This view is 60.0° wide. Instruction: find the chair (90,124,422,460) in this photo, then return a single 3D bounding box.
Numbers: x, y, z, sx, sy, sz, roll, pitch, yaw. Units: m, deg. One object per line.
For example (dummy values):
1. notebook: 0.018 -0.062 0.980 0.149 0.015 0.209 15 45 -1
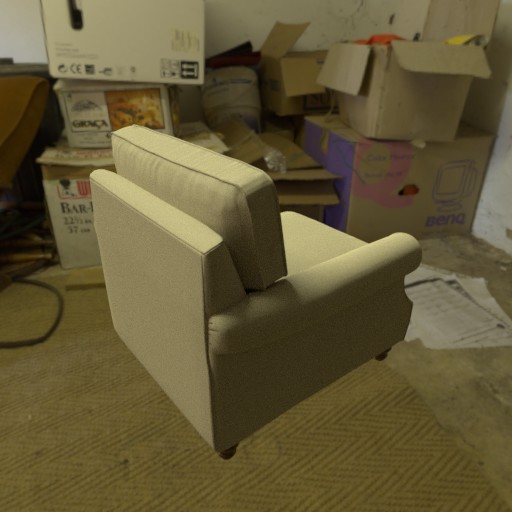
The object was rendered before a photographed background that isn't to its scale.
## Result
1. chair: 0.000 0.000 1.745 0.966 0.967 1.029 -19 33 -33
